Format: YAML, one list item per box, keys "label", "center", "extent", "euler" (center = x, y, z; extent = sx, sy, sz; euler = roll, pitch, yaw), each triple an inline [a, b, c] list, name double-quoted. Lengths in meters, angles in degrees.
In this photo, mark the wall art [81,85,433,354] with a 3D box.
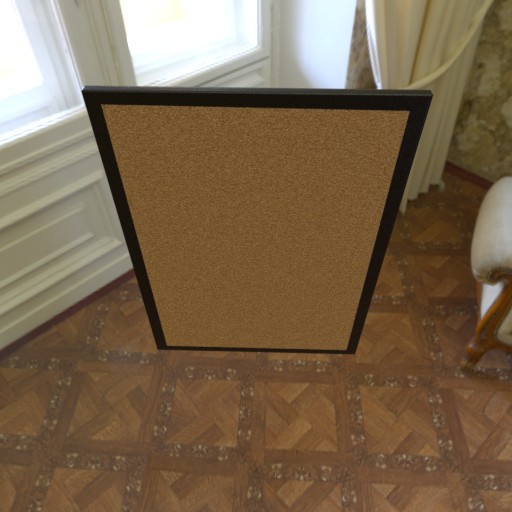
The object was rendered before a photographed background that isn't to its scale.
- label: "wall art"
  center: [0.000, 0.000, 0.846]
  extent: [0.480, 0.657, 0.016]
  euler: [1, 46, 1]
